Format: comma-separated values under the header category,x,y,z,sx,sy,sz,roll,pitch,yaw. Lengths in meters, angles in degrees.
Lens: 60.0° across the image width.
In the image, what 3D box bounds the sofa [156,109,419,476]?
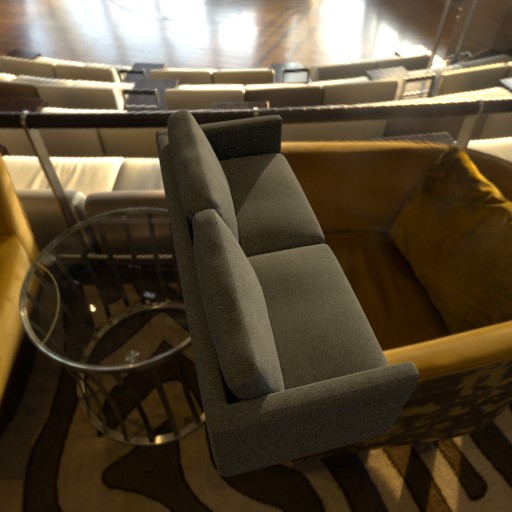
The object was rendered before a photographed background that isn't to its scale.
category,x,y,z,sx,sy,sz,roll,pitch,yaw
sofa,0.000,0.000,2.714,0.948,0.965,2.208,-11,49,-9
